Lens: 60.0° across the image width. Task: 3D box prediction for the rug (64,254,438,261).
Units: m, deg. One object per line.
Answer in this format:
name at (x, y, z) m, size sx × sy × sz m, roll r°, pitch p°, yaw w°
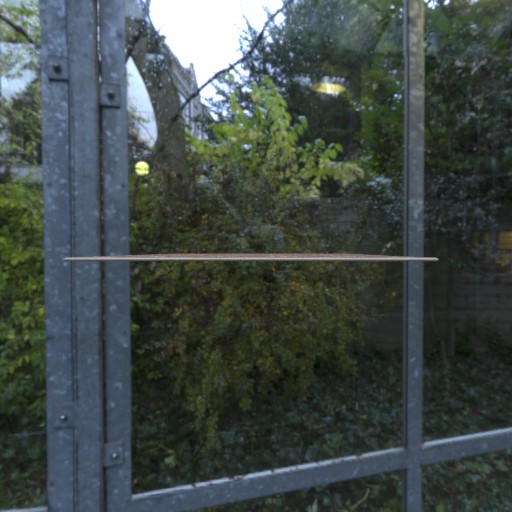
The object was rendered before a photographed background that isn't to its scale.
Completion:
rug at (0.000, 0.000, 2.933) m, size 1.528 × 0.014 × 2.294 m, roll 0°, pitch 1°, yaw 2°
